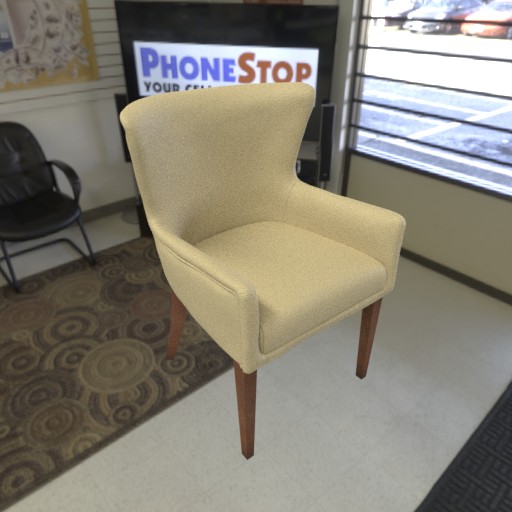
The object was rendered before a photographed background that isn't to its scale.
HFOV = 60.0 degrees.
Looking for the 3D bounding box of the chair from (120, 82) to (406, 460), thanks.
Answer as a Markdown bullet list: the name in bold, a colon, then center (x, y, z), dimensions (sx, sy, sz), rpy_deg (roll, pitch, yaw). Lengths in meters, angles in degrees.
- **chair**: center (0.000, 0.000, 1.429), dimensions (0.660, 0.952, 0.686), rpy_deg (-22, 38, -32)
